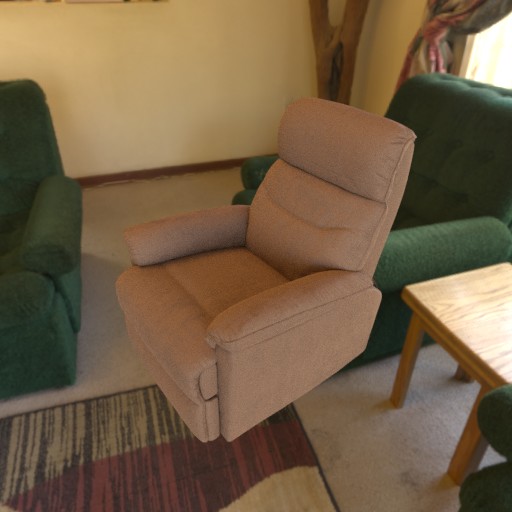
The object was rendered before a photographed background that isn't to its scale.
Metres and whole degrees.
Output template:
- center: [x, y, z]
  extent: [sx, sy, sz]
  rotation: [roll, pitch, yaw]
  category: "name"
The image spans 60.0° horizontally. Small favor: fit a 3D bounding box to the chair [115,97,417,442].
- center: [0.000, 0.000, 1.752]
  extent: [1.004, 1.037, 0.820]
  rotation: [-21, 38, -30]
  category: "chair"
